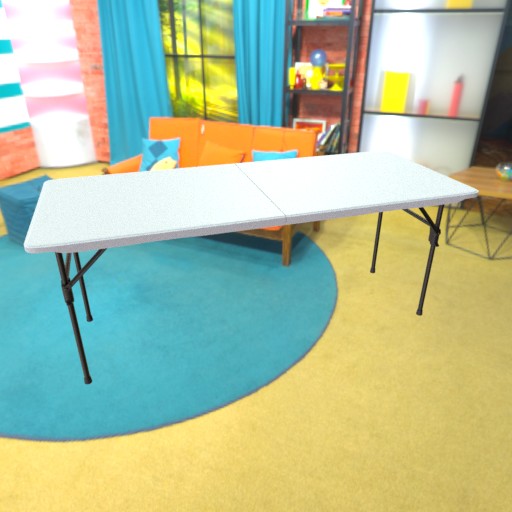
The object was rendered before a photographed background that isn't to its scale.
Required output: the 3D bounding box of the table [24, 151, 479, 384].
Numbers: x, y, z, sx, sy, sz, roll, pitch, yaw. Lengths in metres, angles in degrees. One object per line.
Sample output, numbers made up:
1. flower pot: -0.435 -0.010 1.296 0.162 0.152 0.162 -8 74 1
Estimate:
1. table: 0.000 0.000 2.159 1.829 0.719 0.761 -8 29 -16
